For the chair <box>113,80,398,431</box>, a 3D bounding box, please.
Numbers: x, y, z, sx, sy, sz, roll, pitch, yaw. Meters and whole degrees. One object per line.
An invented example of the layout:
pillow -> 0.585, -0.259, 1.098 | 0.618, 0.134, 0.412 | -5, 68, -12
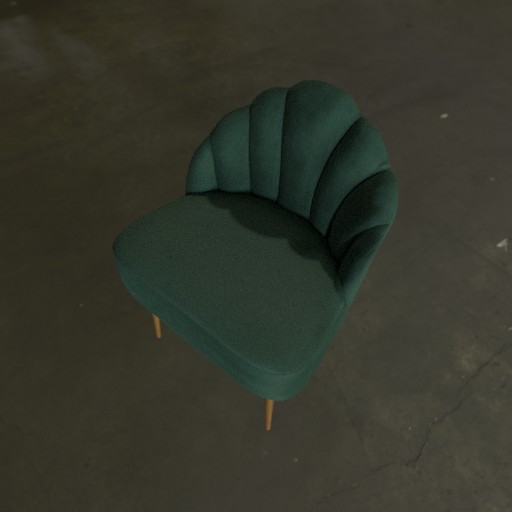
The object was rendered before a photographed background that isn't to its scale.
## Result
chair -> 0.000, 0.000, 1.278 | 0.657, 0.819, 0.599 | 32, 55, 26
